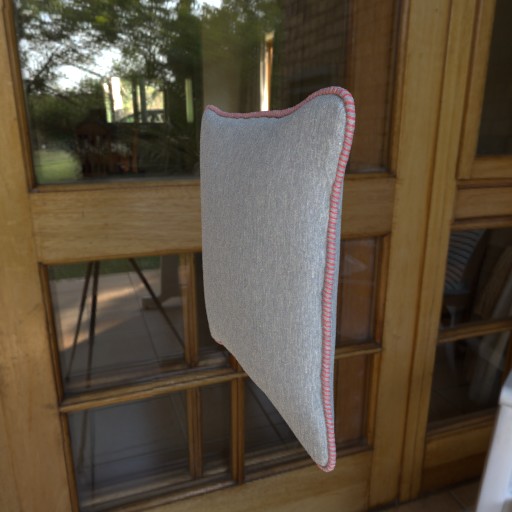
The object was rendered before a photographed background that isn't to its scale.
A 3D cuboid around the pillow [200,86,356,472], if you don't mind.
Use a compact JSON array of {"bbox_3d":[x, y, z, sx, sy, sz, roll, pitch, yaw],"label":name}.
[{"bbox_3d":[0.000,0.000,0.727,0.124,0.491,0.482,-7,17,-24],"label":"pillow"}]
